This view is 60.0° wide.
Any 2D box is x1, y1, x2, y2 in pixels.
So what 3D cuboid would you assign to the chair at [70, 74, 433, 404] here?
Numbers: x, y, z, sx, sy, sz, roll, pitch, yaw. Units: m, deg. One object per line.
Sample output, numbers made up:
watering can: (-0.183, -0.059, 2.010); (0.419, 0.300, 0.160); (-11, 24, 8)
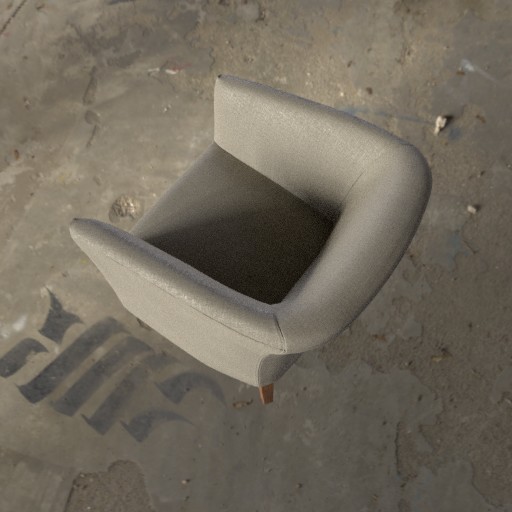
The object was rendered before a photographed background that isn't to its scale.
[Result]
chair: (0.000, 0.000, 1.248); (0.668, 0.771, 0.600); (31, 67, 15)
